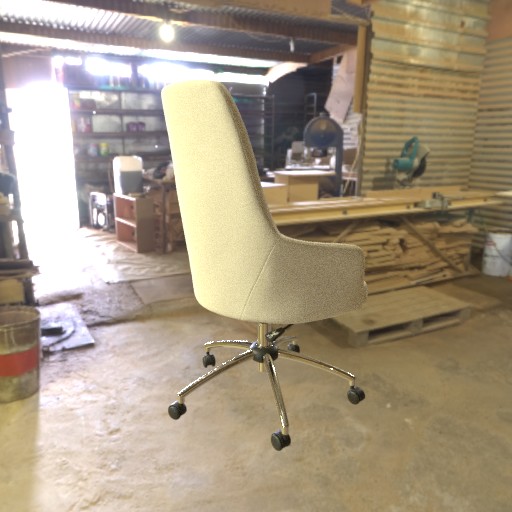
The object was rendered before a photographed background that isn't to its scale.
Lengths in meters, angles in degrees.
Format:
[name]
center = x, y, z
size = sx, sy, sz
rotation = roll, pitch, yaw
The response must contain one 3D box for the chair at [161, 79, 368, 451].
[chair]
center = 0.000, 0.000, 1.475
size = 0.640, 1.049, 0.620
rotation = -8, 17, -27
